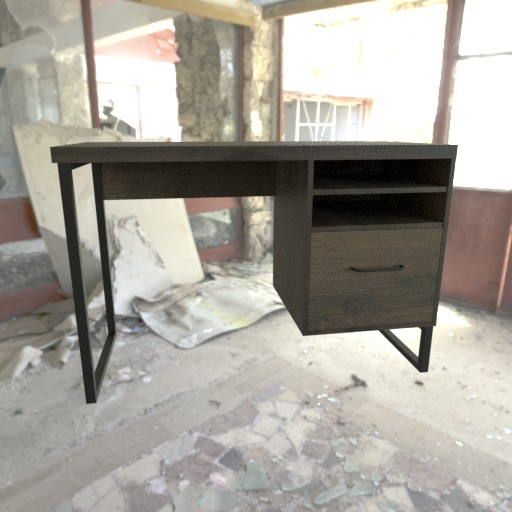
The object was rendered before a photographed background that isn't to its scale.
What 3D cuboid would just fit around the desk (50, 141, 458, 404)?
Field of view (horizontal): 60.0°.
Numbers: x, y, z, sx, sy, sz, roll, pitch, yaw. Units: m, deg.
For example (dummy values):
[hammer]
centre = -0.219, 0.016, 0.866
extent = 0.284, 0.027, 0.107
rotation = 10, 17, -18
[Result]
[desk]
centre = 0.000, 0.000, 1.526
extent = 1.134, 0.752, 0.511
rotation = -3, 16, -9
